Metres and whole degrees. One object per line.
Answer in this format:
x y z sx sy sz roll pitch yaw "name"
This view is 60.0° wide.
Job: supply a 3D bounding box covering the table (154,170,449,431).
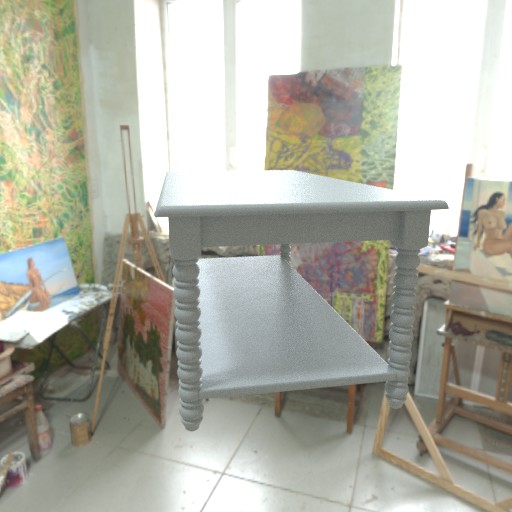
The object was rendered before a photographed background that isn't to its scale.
0.000 0.000 1.447 0.580 0.487 1.171 -2 14 -10 "table"
